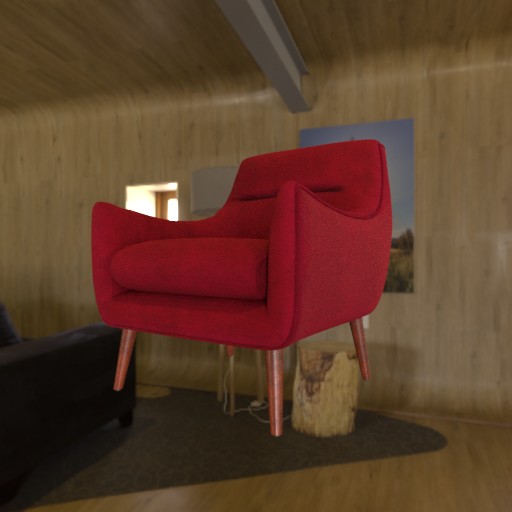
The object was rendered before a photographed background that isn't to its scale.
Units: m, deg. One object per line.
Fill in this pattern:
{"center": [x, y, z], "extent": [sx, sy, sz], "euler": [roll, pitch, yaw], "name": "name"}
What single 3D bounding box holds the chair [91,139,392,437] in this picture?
{"center": [0.000, 0.000, 1.476], "extent": [0.762, 0.838, 0.787], "euler": [0, 1, 36], "name": "chair"}
